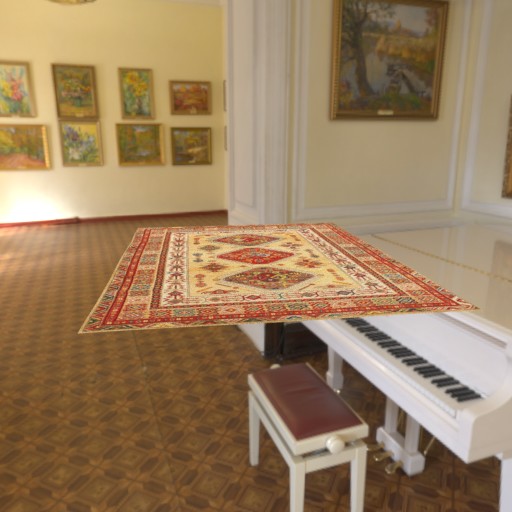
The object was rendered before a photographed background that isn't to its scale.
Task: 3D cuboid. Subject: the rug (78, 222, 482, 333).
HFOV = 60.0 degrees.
[{"bbox_3d":[0.000,0.000,4.101,2.460,0.005,3.067,-2,15,-8],"label":"rug"}]
